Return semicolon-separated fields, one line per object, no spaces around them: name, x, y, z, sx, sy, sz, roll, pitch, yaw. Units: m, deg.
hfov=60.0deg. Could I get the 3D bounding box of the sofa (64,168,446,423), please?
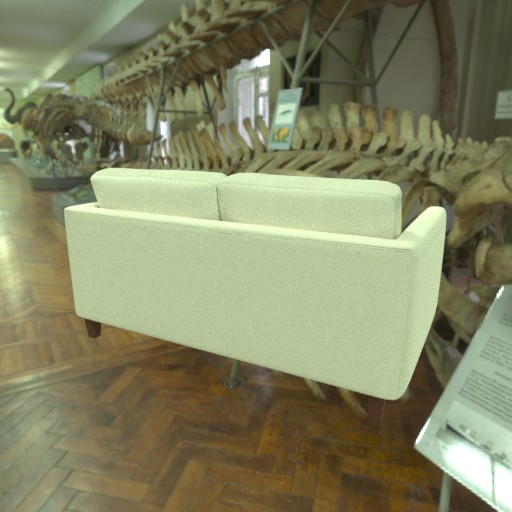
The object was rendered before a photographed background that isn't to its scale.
sofa;0.000;0.000;2.269;1.702;0.888;0.964;8;17;27
